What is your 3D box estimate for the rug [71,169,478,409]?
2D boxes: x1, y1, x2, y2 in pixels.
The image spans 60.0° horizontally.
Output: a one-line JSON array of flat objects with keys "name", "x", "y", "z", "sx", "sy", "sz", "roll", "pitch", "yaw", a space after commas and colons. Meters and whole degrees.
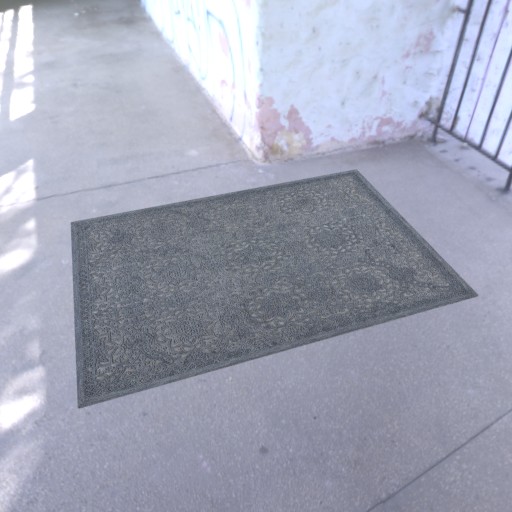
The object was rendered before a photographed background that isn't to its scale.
[{"name": "rug", "x": 0.000, "y": 0.000, "z": 2.312, "sx": 1.819, "sy": 0.012, "sz": 1.208, "roll": -13, "pitch": 43, "yaw": -14}]
